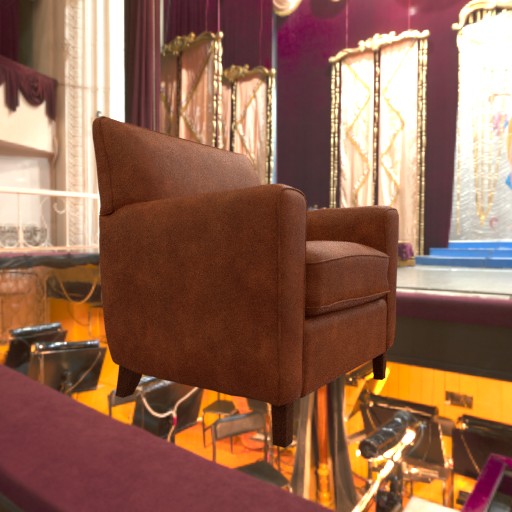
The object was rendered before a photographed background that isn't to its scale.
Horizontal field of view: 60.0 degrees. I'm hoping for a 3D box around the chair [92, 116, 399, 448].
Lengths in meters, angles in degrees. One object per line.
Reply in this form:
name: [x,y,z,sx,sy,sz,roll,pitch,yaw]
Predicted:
chair: [0.000,0.000,1.605,0.823,0.943,0.870,1,2,36]
